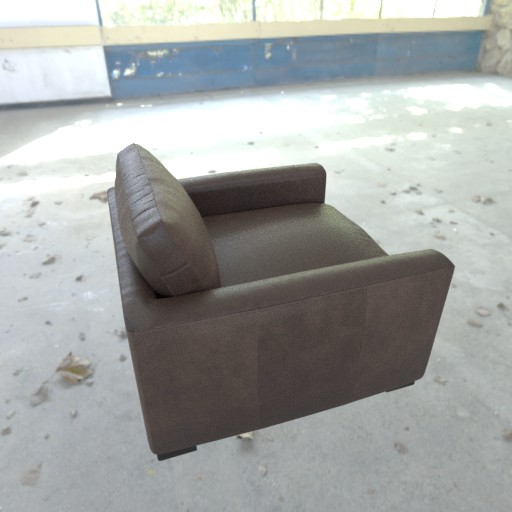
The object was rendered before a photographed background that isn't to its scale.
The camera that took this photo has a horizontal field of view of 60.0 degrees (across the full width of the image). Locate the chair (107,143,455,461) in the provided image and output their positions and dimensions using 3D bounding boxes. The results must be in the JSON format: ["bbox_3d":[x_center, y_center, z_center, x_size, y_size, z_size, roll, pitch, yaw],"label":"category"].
[{"bbox_3d":[0.000,0.000,1.804,1.069,0.812,1.100,-10,32,-16],"label":"chair"}]
